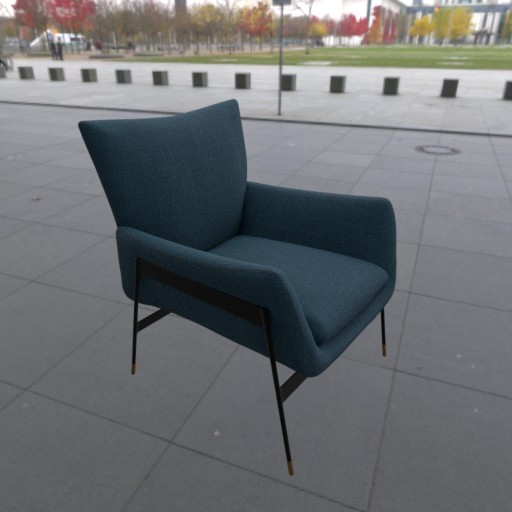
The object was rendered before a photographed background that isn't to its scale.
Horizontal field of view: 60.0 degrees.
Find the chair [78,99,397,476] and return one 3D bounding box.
[{"bbox_3d":[0.000,0.000,1.433,0.769,0.859,0.678,18,31,33],"label":"chair"}]
